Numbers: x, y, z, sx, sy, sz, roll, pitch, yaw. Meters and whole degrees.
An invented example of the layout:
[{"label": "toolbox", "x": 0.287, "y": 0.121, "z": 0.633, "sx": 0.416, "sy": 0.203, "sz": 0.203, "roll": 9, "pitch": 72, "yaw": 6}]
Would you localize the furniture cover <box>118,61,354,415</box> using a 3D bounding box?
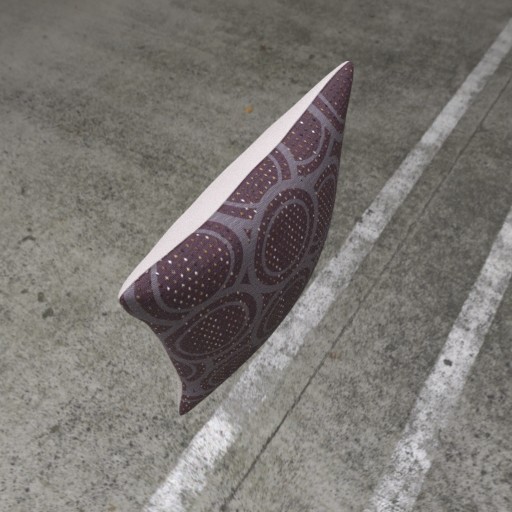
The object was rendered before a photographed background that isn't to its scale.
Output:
[{"label": "furniture cover", "x": 0.000, "y": 0.000, "z": 0.827, "sx": 0.193, "sy": 0.509, "sz": 0.552, "roll": 30, "pitch": 62, "yaw": 18}]
